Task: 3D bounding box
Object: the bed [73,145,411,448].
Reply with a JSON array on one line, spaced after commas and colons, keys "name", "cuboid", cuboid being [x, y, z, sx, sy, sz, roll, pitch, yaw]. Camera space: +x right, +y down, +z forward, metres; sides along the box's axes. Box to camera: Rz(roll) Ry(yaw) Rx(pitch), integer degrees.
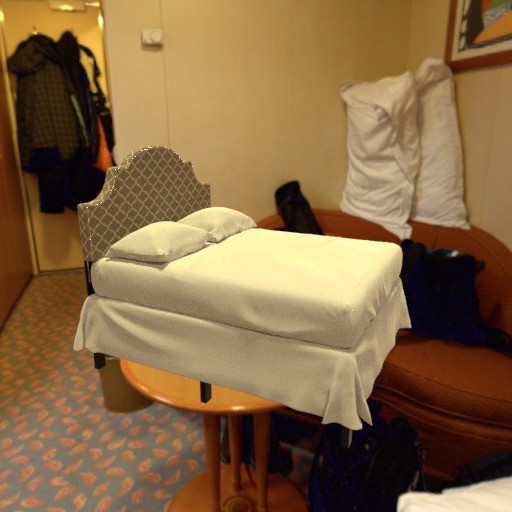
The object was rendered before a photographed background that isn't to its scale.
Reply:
[{"name": "bed", "cuboid": [0.000, 0.000, 3.425, 2.222, 1.633, 1.780, 8, 17, 26]}]
